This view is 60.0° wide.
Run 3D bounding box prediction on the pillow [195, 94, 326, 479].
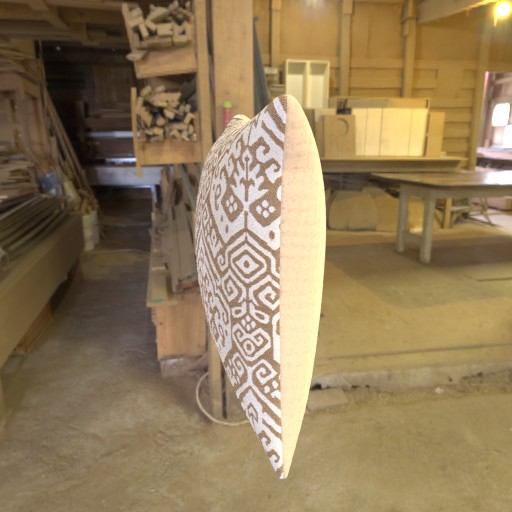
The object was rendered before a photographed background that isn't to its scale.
[{"bbox_3d":[0.000,0.000,0.641,0.173,0.407,0.419,-2,15,-8],"label":"pillow"}]
